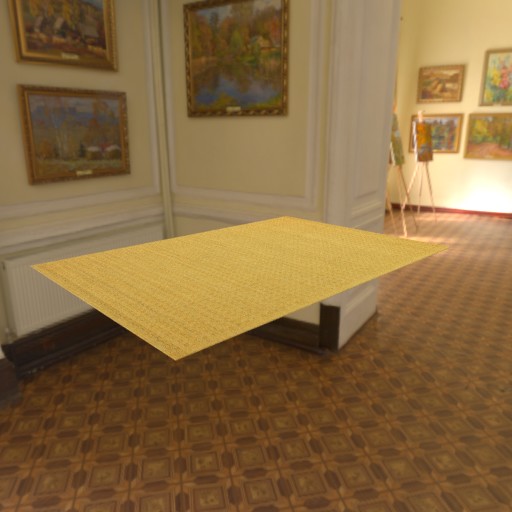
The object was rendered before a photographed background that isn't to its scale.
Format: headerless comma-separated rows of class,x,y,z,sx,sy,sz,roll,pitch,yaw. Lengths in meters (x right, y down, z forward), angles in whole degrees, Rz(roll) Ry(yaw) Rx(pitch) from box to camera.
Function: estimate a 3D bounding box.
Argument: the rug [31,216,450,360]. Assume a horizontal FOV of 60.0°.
rug,0.000,0.000,3.675,2.895,0.006,1.981,-15,22,-41
